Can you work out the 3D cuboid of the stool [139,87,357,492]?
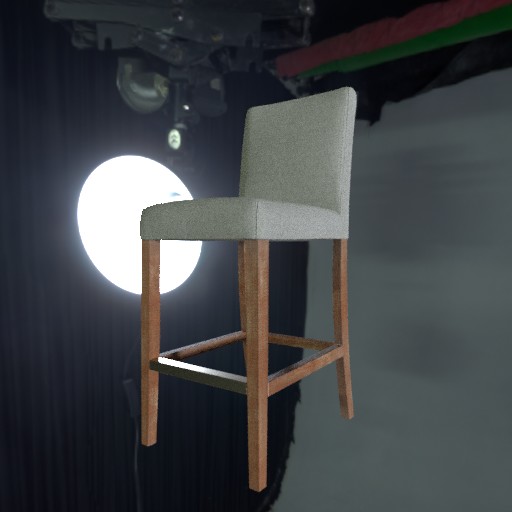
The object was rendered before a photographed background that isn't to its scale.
[{"bbox_3d":[0.000,0.000,1.366,0.439,1.088,0.570,1,2,36],"label":"stool"}]
